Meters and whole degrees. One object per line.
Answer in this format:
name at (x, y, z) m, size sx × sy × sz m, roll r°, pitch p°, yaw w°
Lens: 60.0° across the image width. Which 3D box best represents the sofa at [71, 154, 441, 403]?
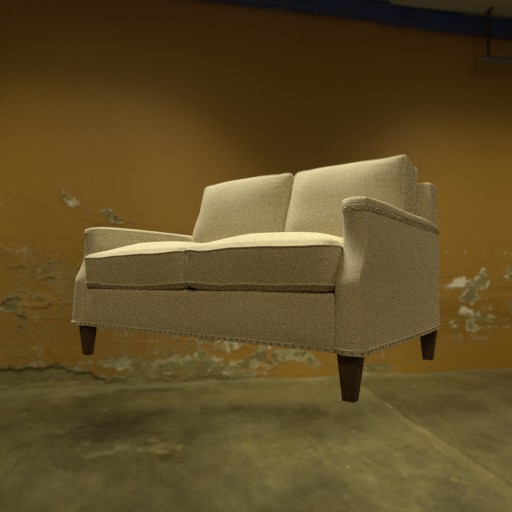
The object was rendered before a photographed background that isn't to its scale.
sofa at (0.000, 0.000, 2.247) m, size 1.597 × 1.003 × 1.084 m, roll -2°, pitch -3°, yaw 36°
